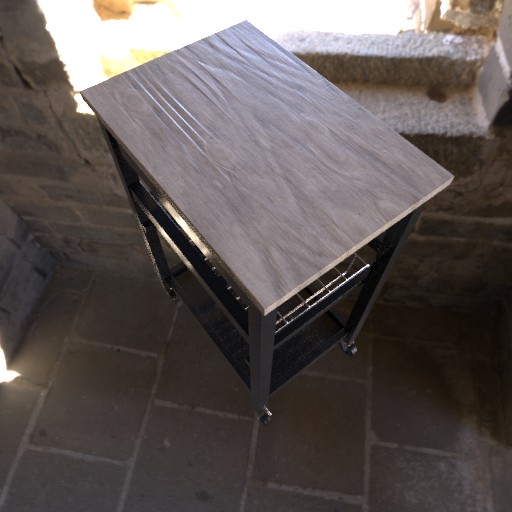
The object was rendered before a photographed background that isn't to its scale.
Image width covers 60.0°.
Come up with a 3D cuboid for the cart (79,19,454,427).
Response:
[{"bbox_3d":[0.000,0.000,1.143,0.403,0.839,0.584,-33,64,-19],"label":"cart"}]
